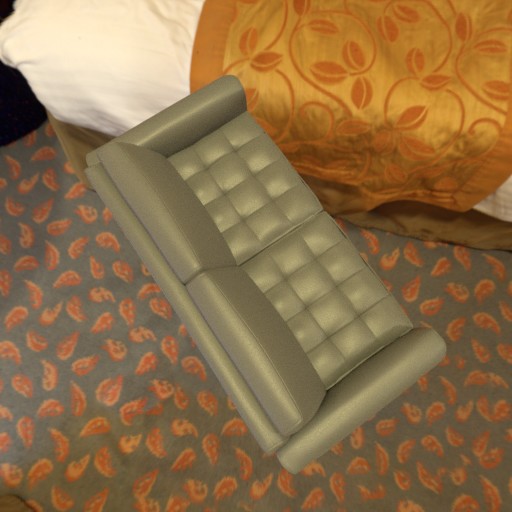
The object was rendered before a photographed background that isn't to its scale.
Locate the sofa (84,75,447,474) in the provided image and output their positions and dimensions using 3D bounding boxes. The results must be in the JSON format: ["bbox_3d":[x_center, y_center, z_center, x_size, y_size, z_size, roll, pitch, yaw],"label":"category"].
[{"bbox_3d":[0.000,0.000,2.651,1.121,0.930,2.177,-34,78,-8],"label":"sofa"}]
